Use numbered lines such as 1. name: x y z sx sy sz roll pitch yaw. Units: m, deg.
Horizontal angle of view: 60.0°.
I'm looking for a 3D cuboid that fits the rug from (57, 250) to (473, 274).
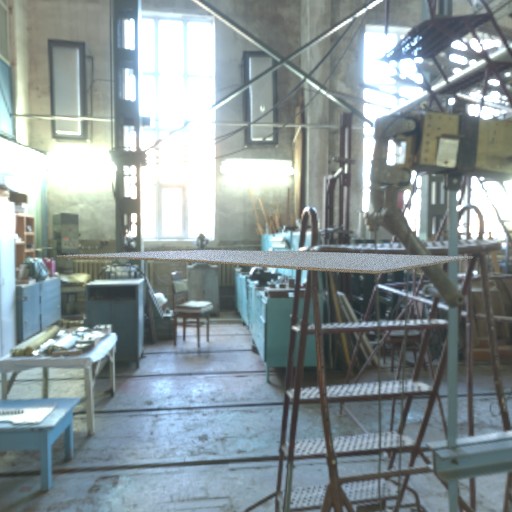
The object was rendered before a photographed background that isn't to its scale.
1. rug: 0.000 0.000 2.249 1.792 0.021 1.154 2 3 38
